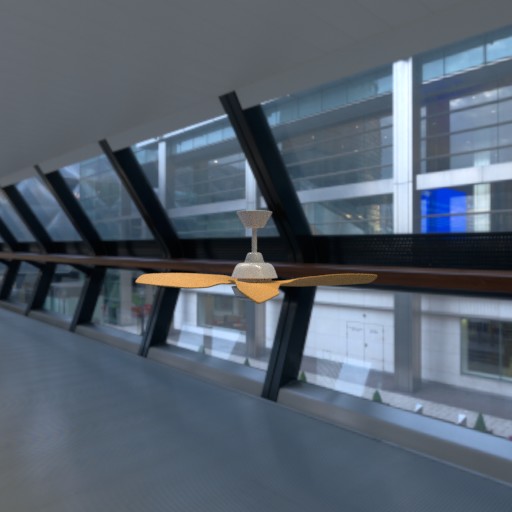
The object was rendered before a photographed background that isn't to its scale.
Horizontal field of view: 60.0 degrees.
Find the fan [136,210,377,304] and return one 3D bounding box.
[{"bbox_3d":[0.000,0.000,1.636,1.142,0.355,1.010,0,0,0],"label":"fan"}]
